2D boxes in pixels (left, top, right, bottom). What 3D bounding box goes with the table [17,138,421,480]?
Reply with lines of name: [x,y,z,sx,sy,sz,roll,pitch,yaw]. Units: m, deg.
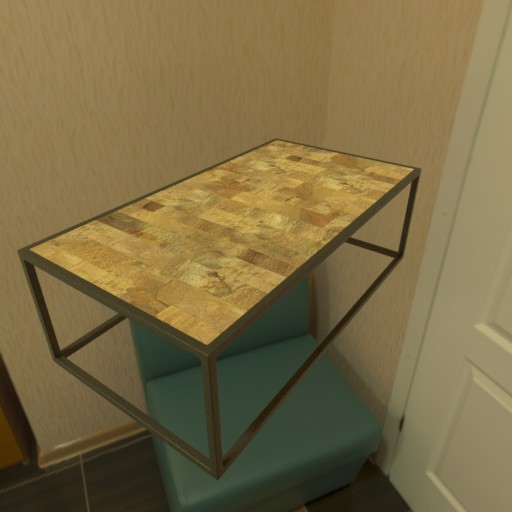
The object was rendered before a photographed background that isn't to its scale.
table: [0.000,0.000,1.493,0.649,0.398,1.199,21,37,30]
